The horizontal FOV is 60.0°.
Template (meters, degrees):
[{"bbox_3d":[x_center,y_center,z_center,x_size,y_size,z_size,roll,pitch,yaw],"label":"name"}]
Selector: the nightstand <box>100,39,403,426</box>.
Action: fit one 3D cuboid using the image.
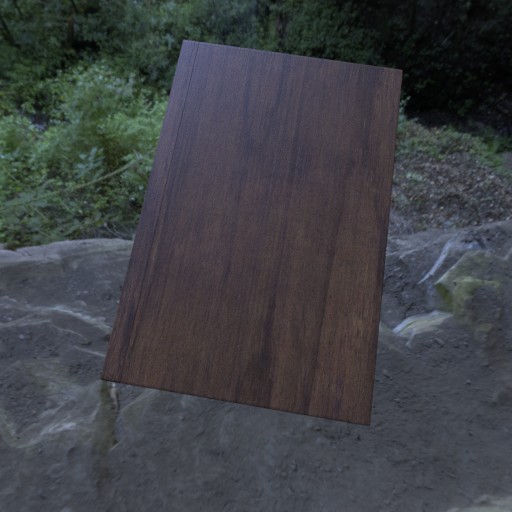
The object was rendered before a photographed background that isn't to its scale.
[{"bbox_3d":[0.000,0.000,1.023,0.437,0.610,0.610,9,75,2],"label":"nightstand"}]
